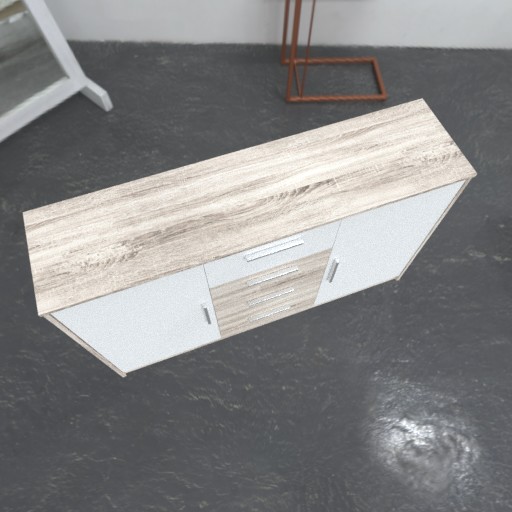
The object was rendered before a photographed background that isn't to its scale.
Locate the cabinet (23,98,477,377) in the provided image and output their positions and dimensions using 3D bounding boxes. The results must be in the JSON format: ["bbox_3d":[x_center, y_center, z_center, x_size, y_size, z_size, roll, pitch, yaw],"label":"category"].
[{"bbox_3d":[0.000,0.000,1.850,1.450,0.900,0.380,-18,65,-9],"label":"cabinet"}]
